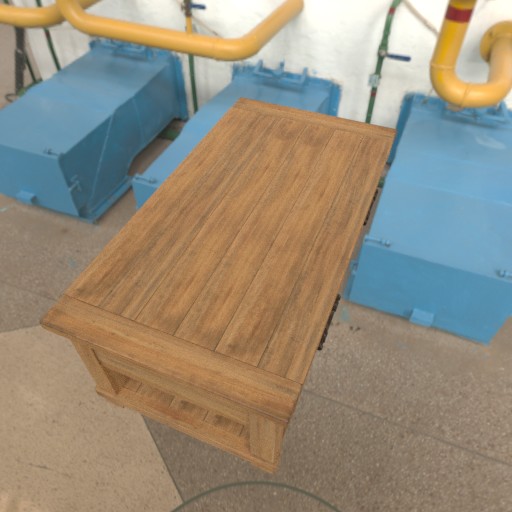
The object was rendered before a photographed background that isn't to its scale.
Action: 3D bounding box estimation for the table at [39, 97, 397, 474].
[{"bbox_3d":[0.000,0.000,1.622,0.693,0.494,1.270,17,50,15],"label":"table"}]
